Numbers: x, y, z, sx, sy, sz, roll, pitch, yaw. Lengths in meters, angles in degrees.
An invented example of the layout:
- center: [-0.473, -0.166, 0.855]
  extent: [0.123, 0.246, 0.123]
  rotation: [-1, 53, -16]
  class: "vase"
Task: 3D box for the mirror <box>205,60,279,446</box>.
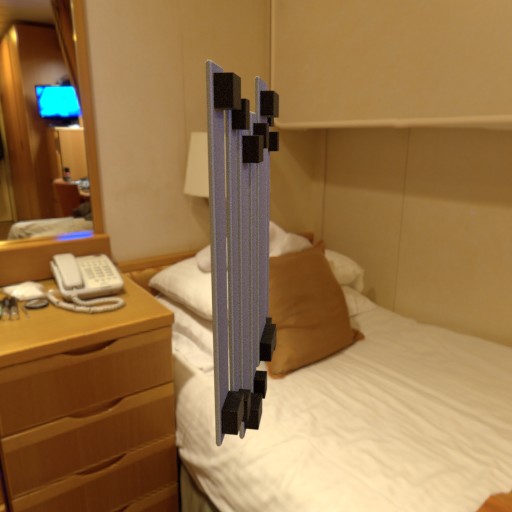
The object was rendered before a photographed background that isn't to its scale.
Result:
- center: [0.000, 0.000, 0.806]
  extent: [0.058, 0.611, 0.445]
  rotation: [2, 15, 8]
  class: "mirror"
